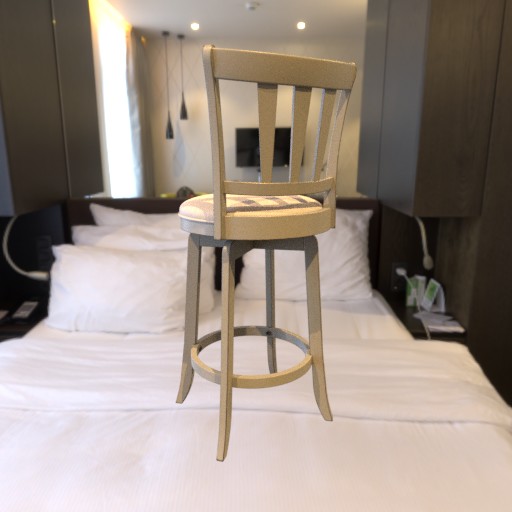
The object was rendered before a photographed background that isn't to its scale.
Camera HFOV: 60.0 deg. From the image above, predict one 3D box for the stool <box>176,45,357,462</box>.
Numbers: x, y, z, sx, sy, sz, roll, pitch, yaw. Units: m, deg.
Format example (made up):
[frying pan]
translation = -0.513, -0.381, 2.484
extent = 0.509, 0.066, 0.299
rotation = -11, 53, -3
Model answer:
[stool]
translation = 0.000, 0.000, 1.299
extent = 0.436, 1.042, 0.475
rotation = -7, 15, -29
